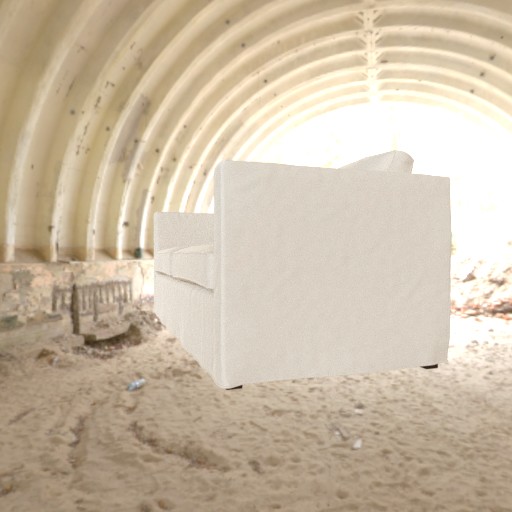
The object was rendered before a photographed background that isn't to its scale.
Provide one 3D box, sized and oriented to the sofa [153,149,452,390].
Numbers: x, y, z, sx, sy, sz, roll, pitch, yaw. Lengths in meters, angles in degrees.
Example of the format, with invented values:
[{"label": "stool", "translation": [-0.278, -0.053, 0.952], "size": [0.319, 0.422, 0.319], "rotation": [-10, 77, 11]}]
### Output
[{"label": "sofa", "translation": [0.000, 0.000, 2.464], "size": [0.940, 0.870, 1.987], "rotation": [0, 0, -19]}]
